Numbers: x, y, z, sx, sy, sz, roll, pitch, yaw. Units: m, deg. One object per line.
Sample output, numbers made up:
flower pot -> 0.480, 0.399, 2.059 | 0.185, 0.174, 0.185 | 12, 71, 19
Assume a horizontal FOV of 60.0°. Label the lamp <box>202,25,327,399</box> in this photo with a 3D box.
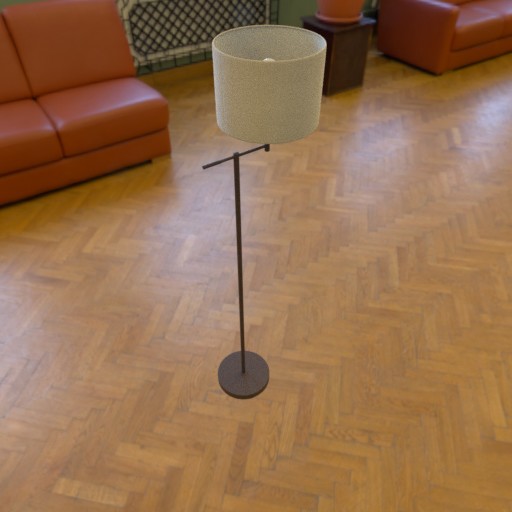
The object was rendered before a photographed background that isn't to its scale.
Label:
lamp -> 0.000, 0.000, 1.776 | 0.416, 1.600, 0.324 | -26, 48, -25
